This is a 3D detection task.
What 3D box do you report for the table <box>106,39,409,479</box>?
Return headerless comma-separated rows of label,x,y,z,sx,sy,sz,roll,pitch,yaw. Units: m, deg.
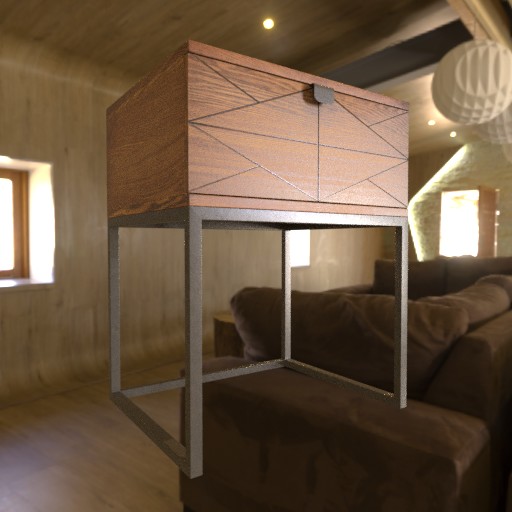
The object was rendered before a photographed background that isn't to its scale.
table,0.000,0.000,0.904,0.482,0.610,0.400,-1,2,-35
